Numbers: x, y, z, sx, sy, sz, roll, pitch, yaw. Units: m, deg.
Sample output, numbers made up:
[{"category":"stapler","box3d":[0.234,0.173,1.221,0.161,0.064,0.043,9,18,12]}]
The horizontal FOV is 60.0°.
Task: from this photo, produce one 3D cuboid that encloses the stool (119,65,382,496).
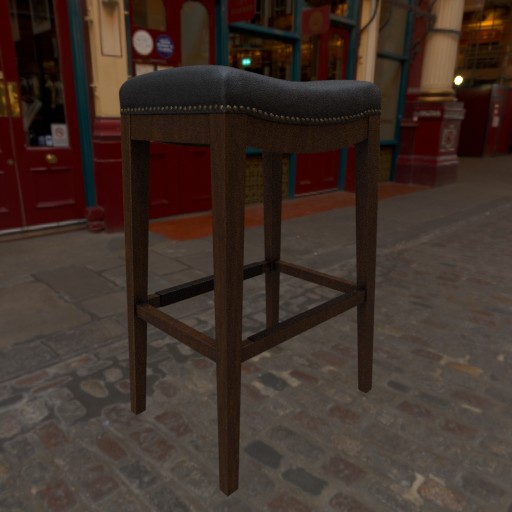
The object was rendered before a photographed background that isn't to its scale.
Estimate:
[{"category":"stool","box3d":[0.000,0.000,1.012,0.500,0.765,0.361,-16,23,-42]}]
